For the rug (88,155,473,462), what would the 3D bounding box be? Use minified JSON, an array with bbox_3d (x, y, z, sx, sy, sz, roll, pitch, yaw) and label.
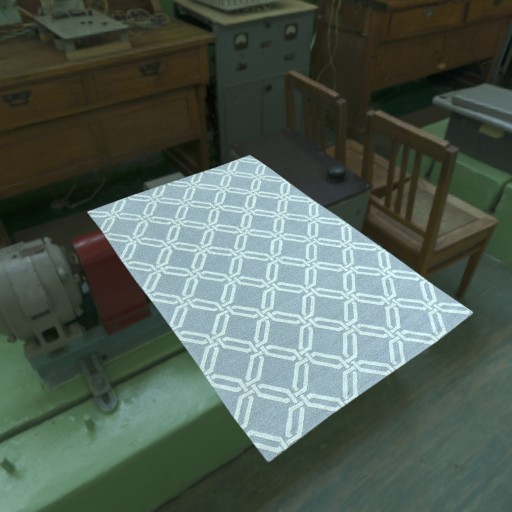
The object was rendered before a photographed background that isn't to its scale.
[{"bbox_3d":[0.000,0.000,2.254,1.148,0.010,1.754,-25,47,-26],"label":"rug"}]
